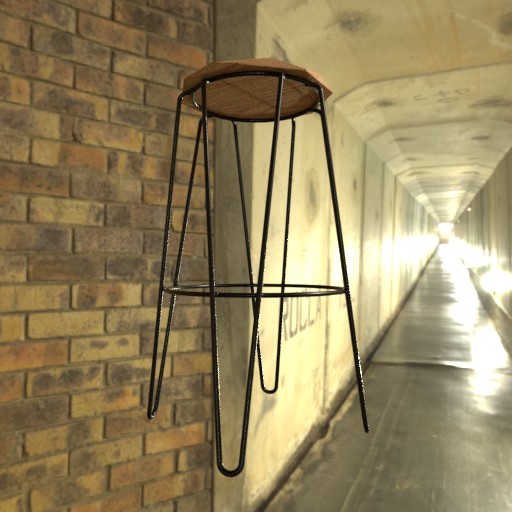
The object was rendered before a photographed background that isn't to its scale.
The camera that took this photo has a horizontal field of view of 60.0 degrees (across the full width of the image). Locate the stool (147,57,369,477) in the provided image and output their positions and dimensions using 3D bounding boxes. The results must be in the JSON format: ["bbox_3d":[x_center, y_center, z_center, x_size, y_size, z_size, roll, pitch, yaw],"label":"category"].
[{"bbox_3d":[0.000,0.000,0.805,0.326,0.610,0.326,1,-1,-35],"label":"stool"}]
